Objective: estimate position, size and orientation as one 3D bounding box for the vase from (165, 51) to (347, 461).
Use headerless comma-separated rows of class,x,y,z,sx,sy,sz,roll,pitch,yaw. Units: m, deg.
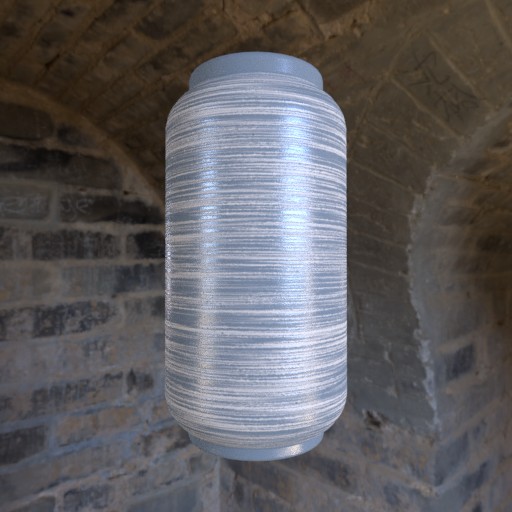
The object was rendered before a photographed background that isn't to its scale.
vase,0.000,0.000,0.290,0.116,0.230,0.116,0,-1,0
